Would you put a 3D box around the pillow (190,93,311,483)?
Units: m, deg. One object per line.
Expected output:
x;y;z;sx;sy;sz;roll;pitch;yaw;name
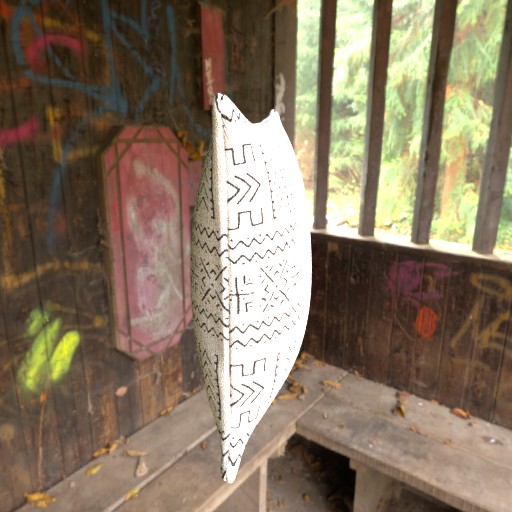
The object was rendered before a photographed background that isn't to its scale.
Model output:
0.000;0.000;0.654;0.164;0.430;0.438;2;16;9;pillow
